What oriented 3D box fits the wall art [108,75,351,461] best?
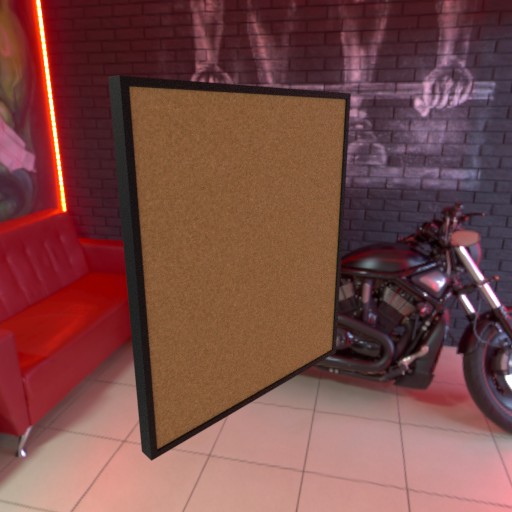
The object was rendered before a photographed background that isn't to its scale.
[{"bbox_3d":[0.000,0.000,0.533,0.330,0.381,0.019,-16,23,-42],"label":"wall art"}]
